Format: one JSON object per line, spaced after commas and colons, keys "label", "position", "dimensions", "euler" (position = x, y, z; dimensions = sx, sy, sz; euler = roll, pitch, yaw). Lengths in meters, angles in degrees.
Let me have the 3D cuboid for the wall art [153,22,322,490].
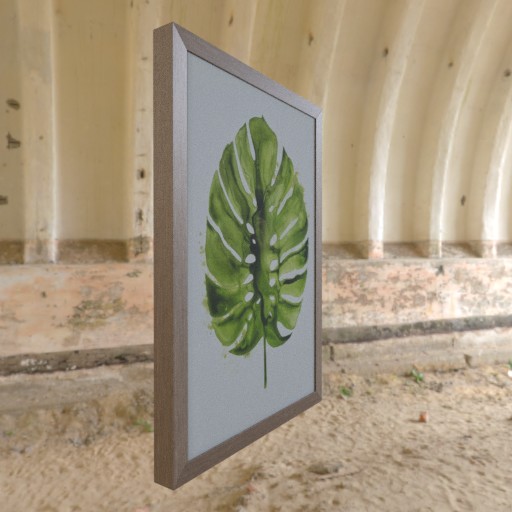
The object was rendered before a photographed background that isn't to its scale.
{"label": "wall art", "position": [0.000, 0.000, 0.637], "dimensions": [0.032, 0.510, 0.358], "euler": [0, 1, 35]}
